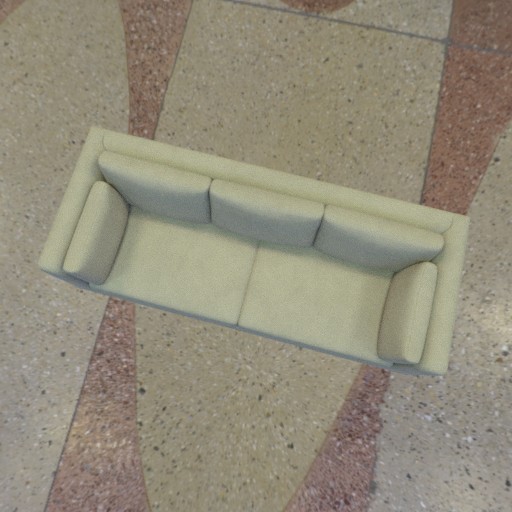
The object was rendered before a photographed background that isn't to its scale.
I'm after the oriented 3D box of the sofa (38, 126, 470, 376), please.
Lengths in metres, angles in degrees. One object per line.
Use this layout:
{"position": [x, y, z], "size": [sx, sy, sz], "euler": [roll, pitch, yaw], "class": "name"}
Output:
{"position": [0.000, 0.000, 2.919], "size": [2.415, 0.867, 0.969], "euler": [14, 76, 4], "class": "sofa"}
